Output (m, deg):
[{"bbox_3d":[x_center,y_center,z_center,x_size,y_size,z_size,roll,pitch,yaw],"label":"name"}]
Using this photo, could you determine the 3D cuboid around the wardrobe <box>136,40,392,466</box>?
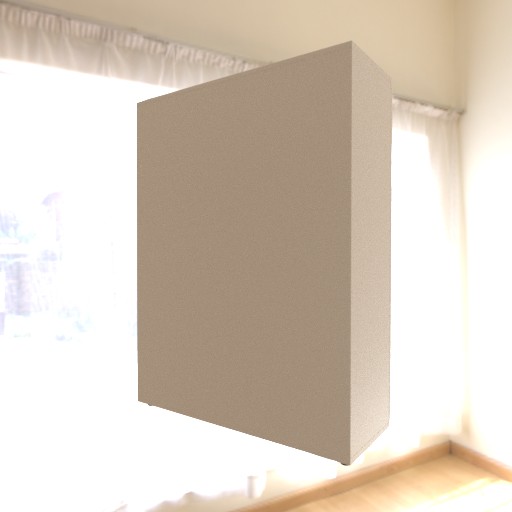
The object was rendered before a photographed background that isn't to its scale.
[{"bbox_3d":[0.000,0.000,1.634,0.900,1.200,0.360,1,1,35],"label":"wardrobe"}]
